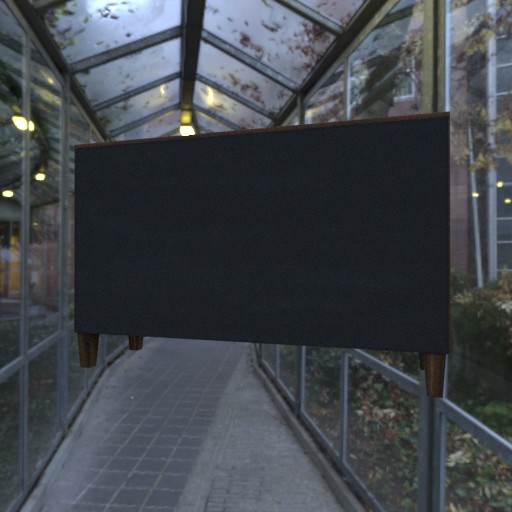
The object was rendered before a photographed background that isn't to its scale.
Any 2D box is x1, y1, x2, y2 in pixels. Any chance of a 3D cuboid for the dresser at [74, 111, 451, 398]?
[{"bbox_3d":[0.000,0.000,1.779,1.387,0.892,0.438,0,0,17],"label":"dresser"}]
